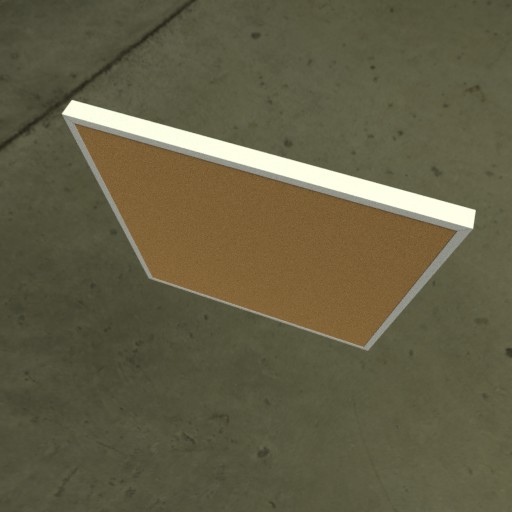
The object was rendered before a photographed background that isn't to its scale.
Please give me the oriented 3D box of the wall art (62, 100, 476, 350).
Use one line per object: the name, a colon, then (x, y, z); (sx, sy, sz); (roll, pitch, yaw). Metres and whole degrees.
wall art: (0.000, 0.000, 1.126); (0.762, 0.762, 0.038); (17, 64, 9)
